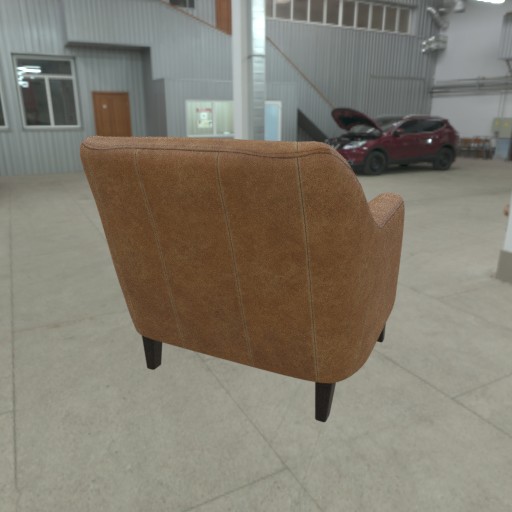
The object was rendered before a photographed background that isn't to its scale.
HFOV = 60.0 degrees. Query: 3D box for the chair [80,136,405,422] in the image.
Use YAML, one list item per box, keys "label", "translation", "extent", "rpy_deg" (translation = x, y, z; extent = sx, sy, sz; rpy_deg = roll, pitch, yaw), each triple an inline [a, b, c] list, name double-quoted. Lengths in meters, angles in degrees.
- label: "chair"
  translation: [0.000, 0.000, 1.824]
  extent: [1.037, 0.980, 1.034]
  rpy_deg: [9, 19, 25]
